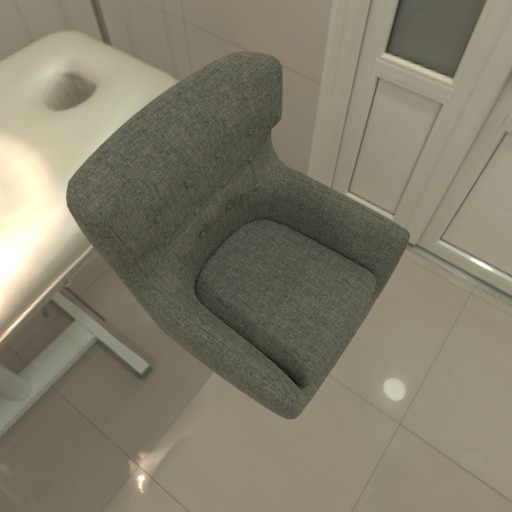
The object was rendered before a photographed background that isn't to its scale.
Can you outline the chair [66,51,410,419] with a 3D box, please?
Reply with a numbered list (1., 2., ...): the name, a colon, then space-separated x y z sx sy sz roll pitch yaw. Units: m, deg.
1. chair: 0.000 0.000 1.706 0.904 1.063 0.878 32 63 18
